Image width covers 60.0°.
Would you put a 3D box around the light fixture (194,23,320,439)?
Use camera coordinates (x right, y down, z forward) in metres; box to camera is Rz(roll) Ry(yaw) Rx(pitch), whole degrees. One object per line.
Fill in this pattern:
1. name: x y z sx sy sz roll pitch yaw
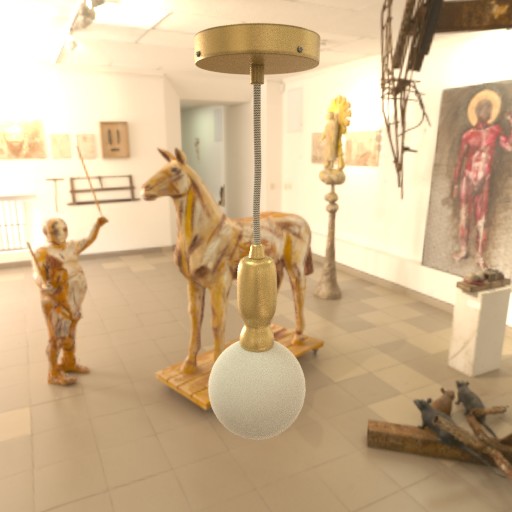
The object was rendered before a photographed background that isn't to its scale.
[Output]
1. light fixture: 0.000 0.000 0.568 0.146 0.510 0.147 -7 16 -27
